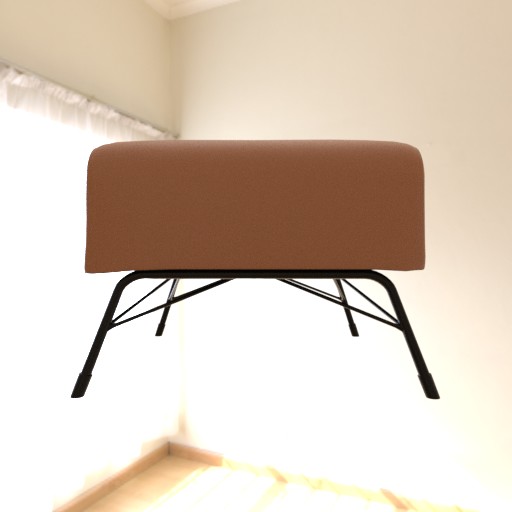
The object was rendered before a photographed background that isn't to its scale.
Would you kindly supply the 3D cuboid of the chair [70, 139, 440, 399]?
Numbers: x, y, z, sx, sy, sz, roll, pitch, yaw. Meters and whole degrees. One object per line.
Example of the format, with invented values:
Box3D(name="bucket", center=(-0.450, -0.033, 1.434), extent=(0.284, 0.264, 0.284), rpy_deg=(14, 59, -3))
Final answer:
Box3D(name="chair", center=(0.000, 0.000, 0.894), extent=(0.530, 0.410, 0.530), rpy_deg=(0, -1, 0))
